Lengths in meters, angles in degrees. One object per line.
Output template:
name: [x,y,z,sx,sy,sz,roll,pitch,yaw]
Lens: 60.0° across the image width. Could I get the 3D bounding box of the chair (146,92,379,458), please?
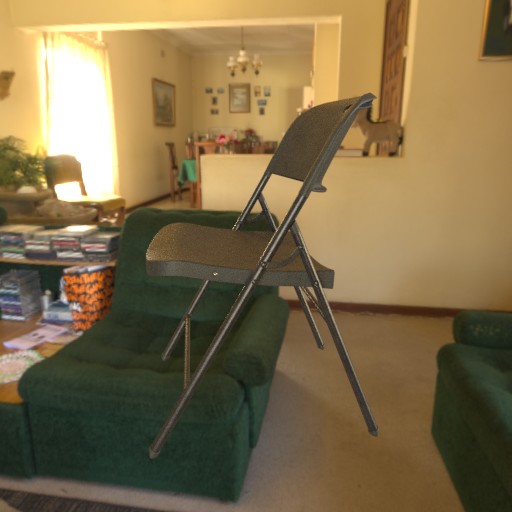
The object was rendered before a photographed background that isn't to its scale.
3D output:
chair: [0.000,0.000,1.179,0.566,0.810,0.494,-2,15,-8]
